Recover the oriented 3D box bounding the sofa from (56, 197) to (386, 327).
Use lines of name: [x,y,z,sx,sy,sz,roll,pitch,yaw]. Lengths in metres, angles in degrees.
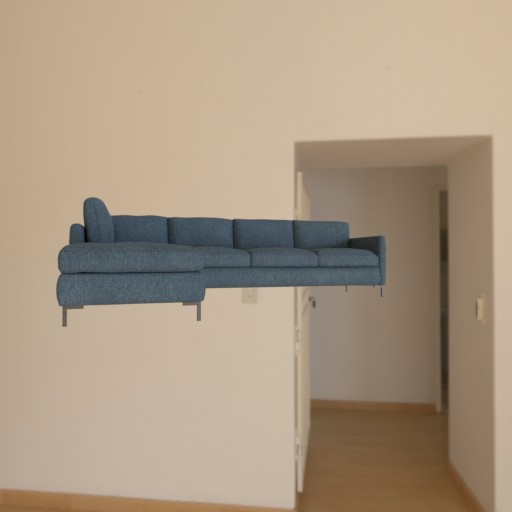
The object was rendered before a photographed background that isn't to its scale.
sofa: [0.000,0.000,3.817,2.949,0.815,2.007,0,-1,-18]
